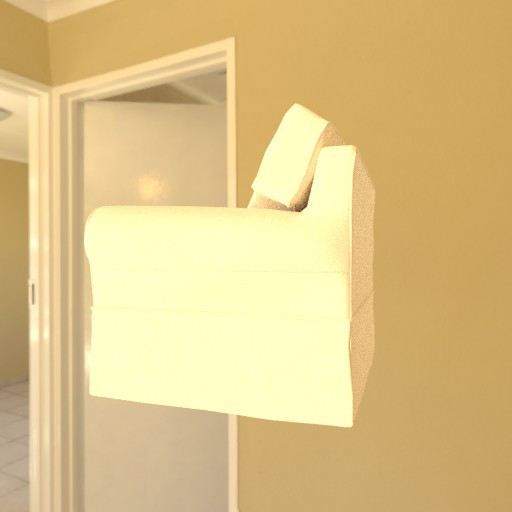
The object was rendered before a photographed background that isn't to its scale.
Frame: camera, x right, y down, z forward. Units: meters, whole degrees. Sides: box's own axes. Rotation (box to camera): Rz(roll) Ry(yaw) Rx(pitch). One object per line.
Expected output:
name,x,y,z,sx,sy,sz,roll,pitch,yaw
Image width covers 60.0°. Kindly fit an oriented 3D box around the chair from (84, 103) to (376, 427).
chair,0.000,0.000,1.828,0.904,0.958,1.099,0,0,18
